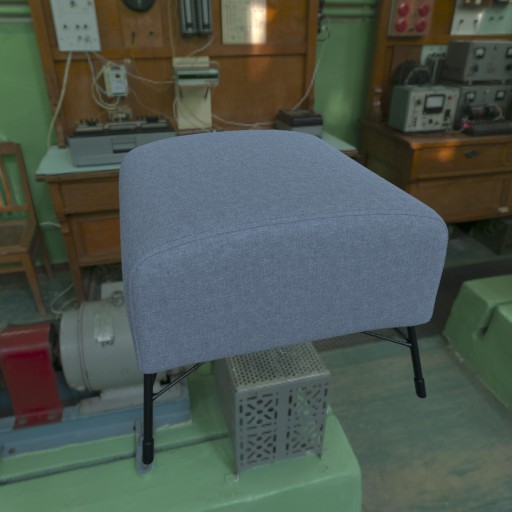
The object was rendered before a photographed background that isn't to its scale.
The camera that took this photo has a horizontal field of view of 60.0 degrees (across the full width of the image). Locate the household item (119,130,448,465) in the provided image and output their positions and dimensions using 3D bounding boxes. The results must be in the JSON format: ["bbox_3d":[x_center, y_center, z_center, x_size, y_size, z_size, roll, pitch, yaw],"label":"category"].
[{"bbox_3d":[0.000,0.000,0.900,0.530,0.410,0.530,-8,30,-14],"label":"household item"}]
